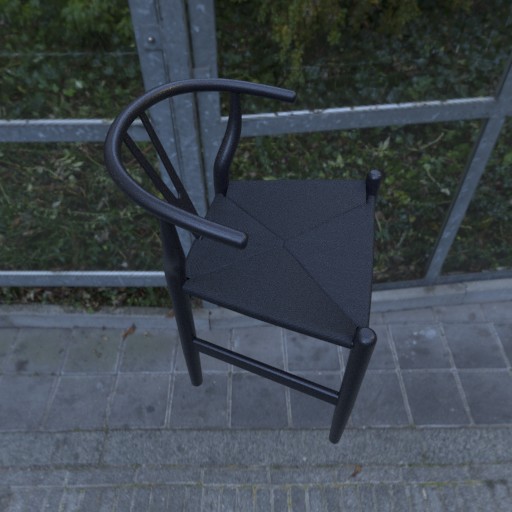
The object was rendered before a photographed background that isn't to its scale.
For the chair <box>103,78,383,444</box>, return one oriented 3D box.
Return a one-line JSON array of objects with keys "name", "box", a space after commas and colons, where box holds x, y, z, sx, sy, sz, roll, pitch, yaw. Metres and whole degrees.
[{"name": "chair", "box": [0.000, 0.000, 1.125, 0.579, 0.730, 0.569, 9, 46, 9]}]
